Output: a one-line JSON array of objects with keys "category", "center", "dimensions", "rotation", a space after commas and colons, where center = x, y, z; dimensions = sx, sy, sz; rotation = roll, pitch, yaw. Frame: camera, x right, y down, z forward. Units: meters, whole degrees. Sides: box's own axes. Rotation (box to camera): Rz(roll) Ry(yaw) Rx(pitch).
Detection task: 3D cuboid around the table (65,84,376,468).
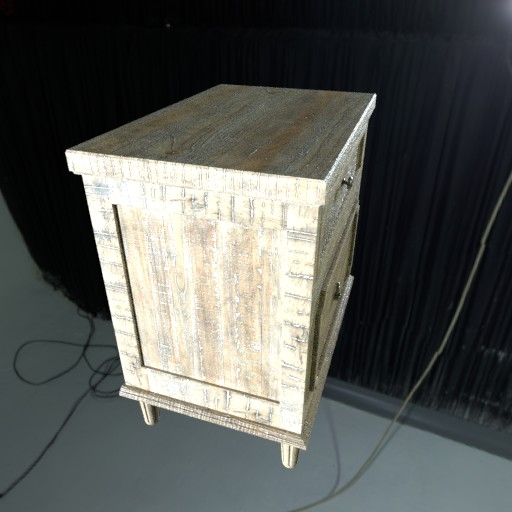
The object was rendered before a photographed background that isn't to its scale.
[{"category": "table", "center": [0.000, 0.000, 1.146], "dimensions": [0.457, 0.711, 0.686], "rotation": [10, 32, 16]}]
